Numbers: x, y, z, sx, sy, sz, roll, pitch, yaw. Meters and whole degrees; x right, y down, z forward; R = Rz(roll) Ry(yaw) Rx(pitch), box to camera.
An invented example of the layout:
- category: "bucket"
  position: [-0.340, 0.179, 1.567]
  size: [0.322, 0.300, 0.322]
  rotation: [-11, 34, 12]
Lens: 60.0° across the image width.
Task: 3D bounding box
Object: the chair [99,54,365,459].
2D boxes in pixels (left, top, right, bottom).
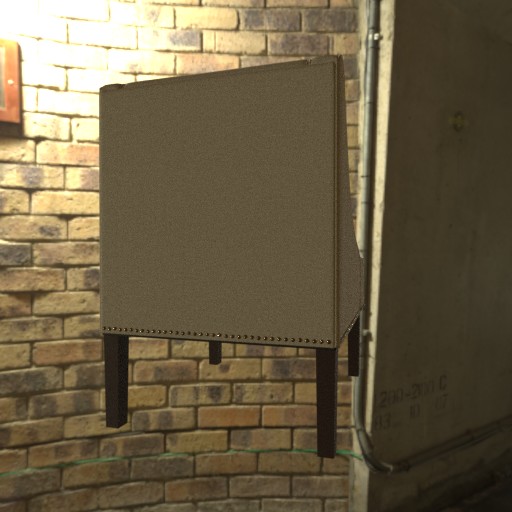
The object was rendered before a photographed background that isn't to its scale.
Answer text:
- category: "chair"
  position: [0.000, 0.000, 1.357]
  size: [0.610, 0.864, 0.737]
  rotation: [0, 1, 18]
